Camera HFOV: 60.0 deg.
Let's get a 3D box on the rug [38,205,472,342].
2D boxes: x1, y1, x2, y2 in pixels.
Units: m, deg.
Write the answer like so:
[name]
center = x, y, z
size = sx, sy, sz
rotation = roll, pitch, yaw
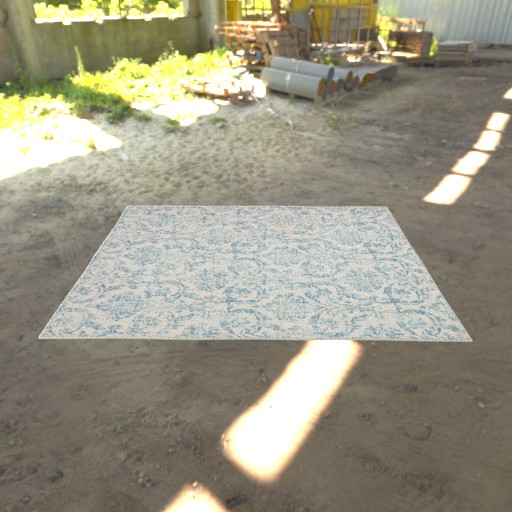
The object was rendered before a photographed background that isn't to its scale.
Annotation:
[rug]
center = 0.000, 0.000, 4.066
size = 2.980, 0.012, 2.363
rotation = 0, 29, 0
